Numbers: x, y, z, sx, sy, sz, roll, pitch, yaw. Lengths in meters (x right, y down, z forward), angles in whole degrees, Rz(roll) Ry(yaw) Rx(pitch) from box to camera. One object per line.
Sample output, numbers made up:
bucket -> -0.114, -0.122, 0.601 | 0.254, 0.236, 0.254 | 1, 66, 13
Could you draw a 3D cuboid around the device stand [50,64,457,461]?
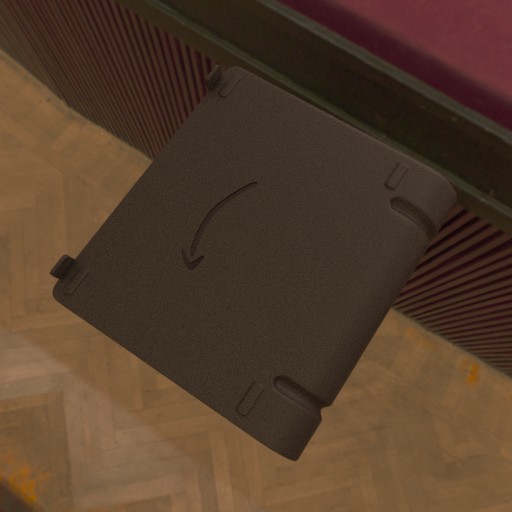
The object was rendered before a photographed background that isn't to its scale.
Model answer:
device stand -> 0.000, 0.000, 0.404 | 0.236, 0.155, 0.256 | 34, 79, 7
